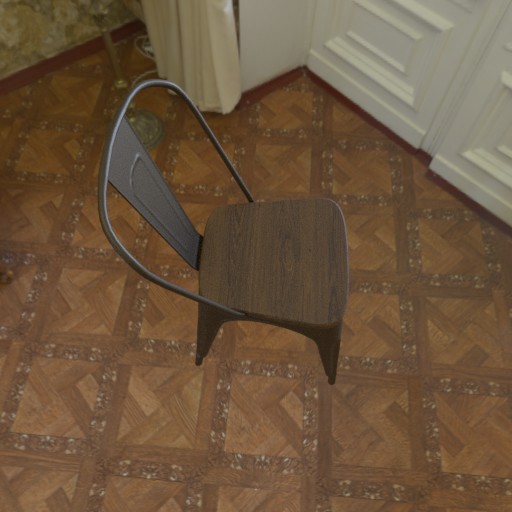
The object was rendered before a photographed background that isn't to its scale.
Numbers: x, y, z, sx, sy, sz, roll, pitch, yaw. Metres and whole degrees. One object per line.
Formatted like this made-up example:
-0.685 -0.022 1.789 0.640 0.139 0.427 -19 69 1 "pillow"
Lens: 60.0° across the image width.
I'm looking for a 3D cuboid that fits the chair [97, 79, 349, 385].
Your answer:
0.000 0.000 1.145 0.532 0.844 0.451 3 62 2 "chair"
